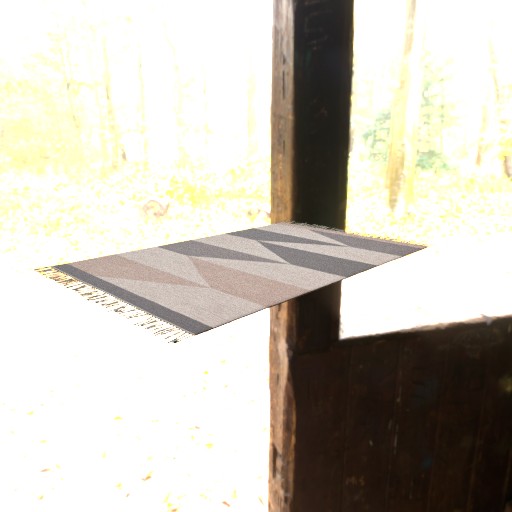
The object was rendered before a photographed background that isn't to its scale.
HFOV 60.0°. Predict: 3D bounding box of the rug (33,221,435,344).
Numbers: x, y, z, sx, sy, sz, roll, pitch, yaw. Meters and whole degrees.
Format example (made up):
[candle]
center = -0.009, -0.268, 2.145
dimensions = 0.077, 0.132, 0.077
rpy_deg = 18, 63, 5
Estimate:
[rug]
center = 0.000, 0.000, 2.528
dimensions = 1.224, 0.027, 2.021
rpy_deg = 14, 20, 43
